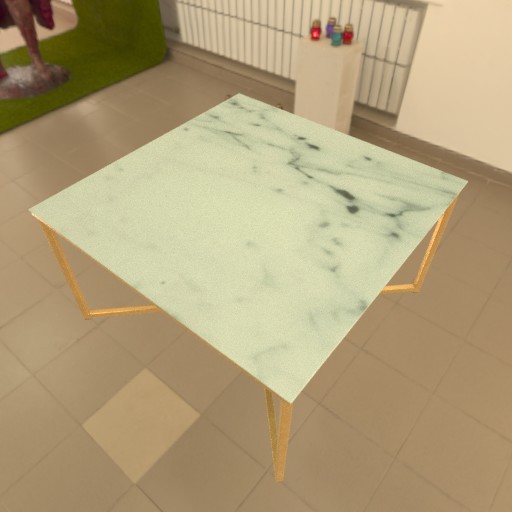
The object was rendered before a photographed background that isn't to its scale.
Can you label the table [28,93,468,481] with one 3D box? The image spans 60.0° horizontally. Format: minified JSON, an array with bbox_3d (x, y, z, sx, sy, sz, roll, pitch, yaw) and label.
[{"bbox_3d":[0.000,0.000,1.295,0.800,0.450,0.800,30,53,26],"label":"table"}]
